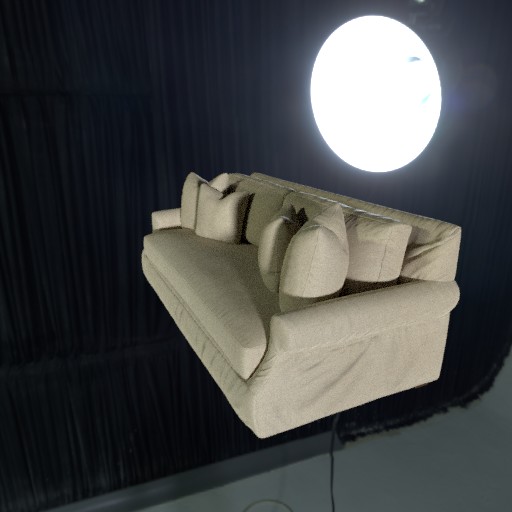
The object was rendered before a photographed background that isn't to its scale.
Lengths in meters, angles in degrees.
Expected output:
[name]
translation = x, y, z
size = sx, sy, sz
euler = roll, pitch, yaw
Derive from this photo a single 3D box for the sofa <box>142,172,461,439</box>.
[sofa]
translation = 0.000, 0.000, 2.814
size = 1.067, 0.904, 2.285
euler = -8, 19, -24
